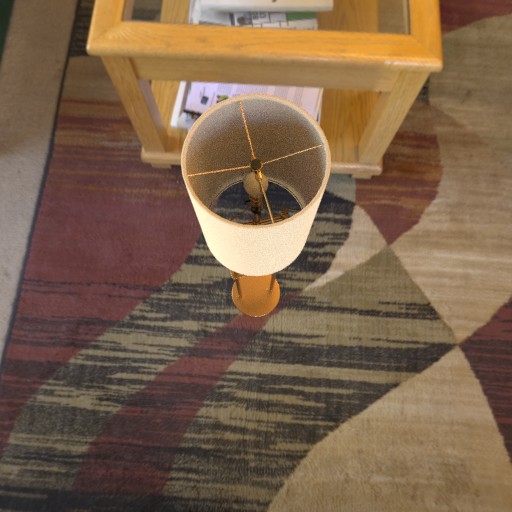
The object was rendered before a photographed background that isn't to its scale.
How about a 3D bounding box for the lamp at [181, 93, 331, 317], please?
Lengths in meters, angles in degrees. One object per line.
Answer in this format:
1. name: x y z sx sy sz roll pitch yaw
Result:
1. lamp: 0.000 0.000 1.626 0.306 1.500 0.305 -14 75 -4
